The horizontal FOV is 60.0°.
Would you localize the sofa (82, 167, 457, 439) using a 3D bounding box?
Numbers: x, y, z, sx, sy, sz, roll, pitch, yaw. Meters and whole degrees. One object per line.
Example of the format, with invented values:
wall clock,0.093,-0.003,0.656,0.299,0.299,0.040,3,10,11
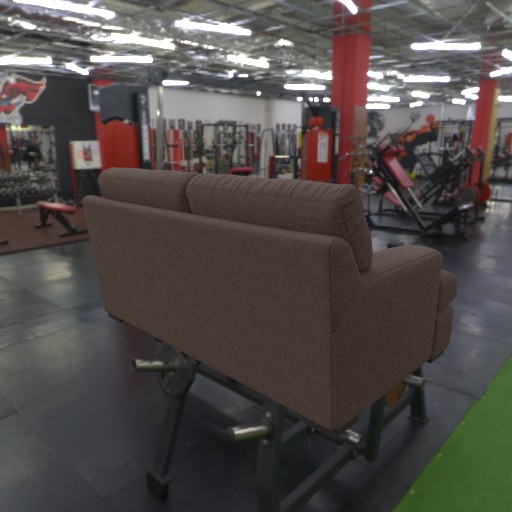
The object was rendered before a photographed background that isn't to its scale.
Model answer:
sofa,0.000,0.000,2.468,1.869,0.950,1.140,14,19,43
